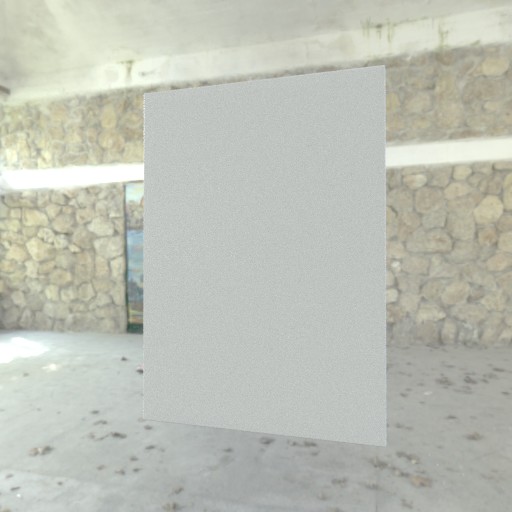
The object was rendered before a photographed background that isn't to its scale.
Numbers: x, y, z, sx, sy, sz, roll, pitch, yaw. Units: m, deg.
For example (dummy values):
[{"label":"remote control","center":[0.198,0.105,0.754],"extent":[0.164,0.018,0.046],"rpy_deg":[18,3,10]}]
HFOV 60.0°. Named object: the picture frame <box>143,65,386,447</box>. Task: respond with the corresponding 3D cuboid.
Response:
[{"label":"picture frame","center":[0.000,0.000,0.677],"extent":[0.381,0.534,0.012],"rpy_deg":[0,0,16]}]
